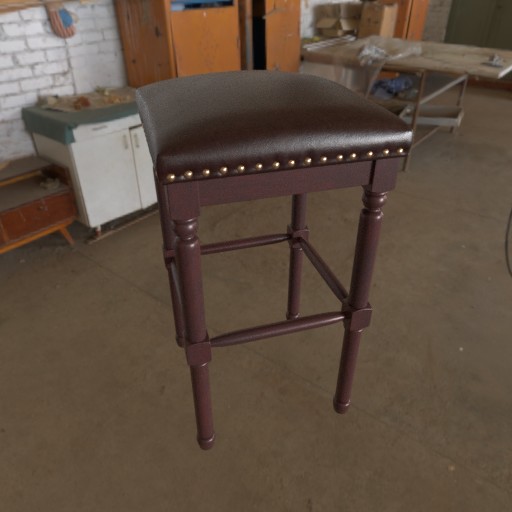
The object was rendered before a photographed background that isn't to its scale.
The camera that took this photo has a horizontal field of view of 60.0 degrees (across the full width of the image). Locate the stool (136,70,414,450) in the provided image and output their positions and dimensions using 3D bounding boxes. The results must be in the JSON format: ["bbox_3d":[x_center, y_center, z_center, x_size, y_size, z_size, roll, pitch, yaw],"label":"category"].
[{"bbox_3d":[0.000,0.000,0.921,0.383,0.702,0.382,-9,34,-14],"label":"stool"}]
